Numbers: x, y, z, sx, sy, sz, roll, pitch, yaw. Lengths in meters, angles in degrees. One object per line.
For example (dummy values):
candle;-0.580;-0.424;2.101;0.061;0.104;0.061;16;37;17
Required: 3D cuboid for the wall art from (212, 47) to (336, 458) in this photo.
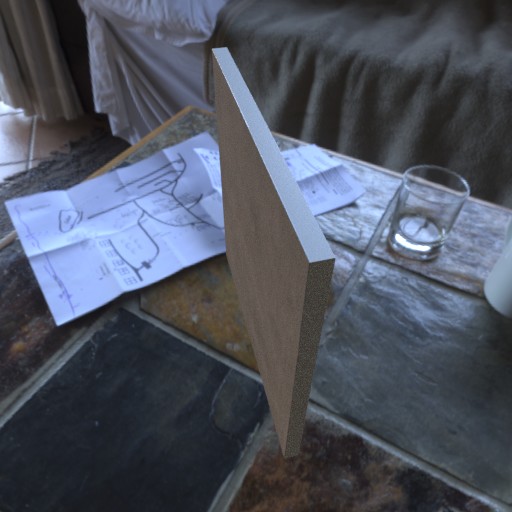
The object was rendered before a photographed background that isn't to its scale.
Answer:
wall art;0.000;0.000;0.685;0.023;0.453;0.455;-10;47;-10
